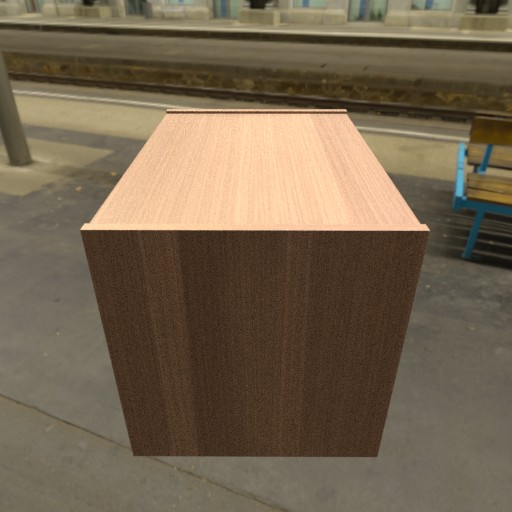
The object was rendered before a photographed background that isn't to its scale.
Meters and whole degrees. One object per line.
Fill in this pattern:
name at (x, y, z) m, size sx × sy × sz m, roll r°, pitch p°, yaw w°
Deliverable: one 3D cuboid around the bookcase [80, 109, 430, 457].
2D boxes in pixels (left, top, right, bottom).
bookcase at (0.000, 0.000, 0.624) m, size 0.290 × 0.305 × 0.415 m, roll 0°, pitch 32°, yaw 0°
